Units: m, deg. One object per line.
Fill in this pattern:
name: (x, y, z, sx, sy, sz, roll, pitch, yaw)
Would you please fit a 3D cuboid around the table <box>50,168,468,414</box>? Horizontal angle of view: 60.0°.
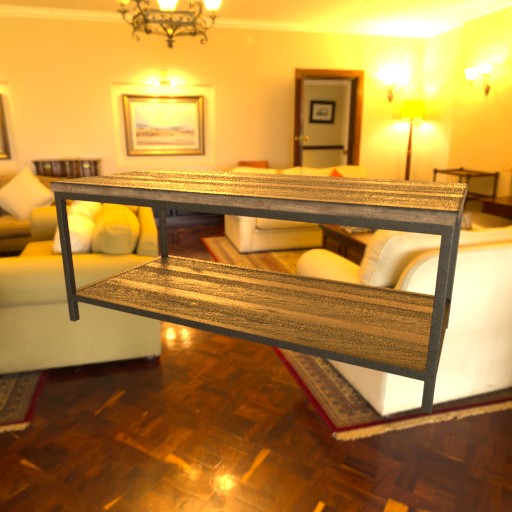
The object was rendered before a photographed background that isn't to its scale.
table: (0.000, 0.000, 1.208, 0.990, 0.399, 0.452, 8, 18, 25)
